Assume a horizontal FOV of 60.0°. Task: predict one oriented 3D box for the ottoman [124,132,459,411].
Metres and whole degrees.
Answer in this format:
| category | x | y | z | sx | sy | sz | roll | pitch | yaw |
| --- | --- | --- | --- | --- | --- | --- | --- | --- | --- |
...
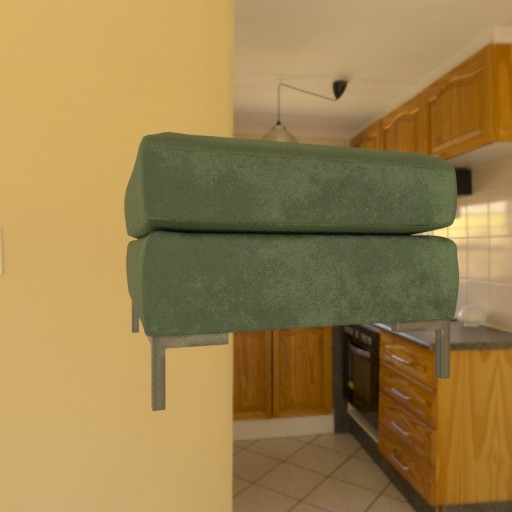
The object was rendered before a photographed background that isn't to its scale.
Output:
| category | x | y | z | sx | sy | sz | roll | pitch | yaw |
| --- | --- | --- | --- | --- | --- | --- | --- | --- | --- |
| ottoman | 0.000 | 0.000 | 1.266 | 0.701 | 0.538 | 0.839 | 0 | 1 | -18 |
